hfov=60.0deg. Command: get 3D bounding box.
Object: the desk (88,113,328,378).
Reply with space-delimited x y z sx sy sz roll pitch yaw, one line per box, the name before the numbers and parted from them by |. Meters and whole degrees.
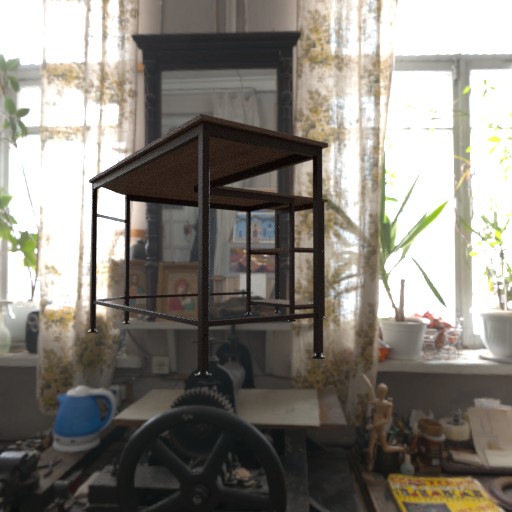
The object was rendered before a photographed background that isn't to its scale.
desk | 0.000 0.000 2.194 1.379 0.739 1.379 1 -2 -36
